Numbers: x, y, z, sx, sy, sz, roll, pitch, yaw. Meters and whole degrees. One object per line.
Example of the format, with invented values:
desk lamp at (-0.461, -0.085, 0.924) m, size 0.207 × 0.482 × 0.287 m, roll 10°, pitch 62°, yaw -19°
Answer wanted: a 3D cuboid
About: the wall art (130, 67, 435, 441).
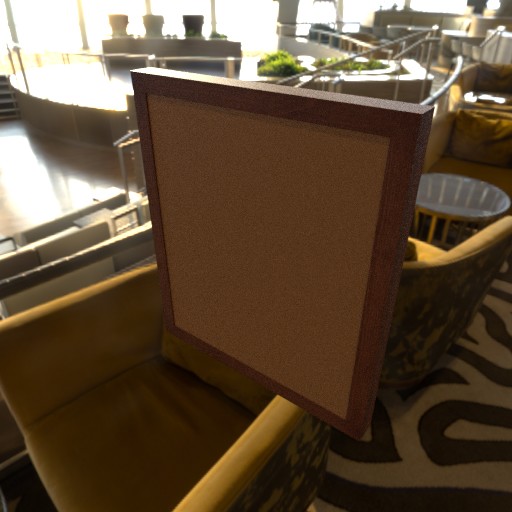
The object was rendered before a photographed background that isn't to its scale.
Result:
wall art at (0.000, 0.000, 0.522) m, size 0.330 × 0.381 × 0.030 m, roll 21°, pitch 37°, yaw 31°
